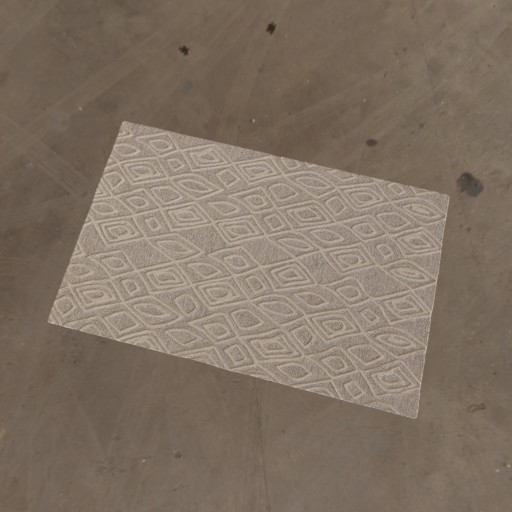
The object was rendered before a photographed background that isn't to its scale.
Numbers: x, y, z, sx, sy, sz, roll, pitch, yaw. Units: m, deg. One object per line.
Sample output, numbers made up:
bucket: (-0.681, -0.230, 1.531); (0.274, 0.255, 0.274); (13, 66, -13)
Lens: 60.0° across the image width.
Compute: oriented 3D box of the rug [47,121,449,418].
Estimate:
rug: (0.000, 0.000, 3.017); (2.442, 0.010, 1.546); (14, 75, 4)
